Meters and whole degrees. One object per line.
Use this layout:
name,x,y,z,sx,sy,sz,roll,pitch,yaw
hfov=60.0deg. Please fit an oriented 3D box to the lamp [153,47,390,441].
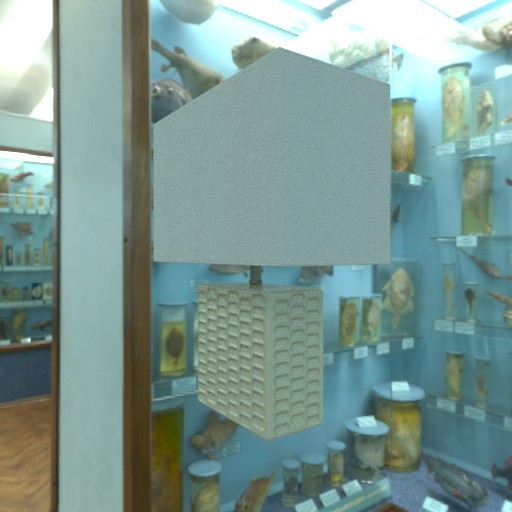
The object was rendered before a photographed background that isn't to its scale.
lamp,0.000,0.000,0.727,0.200,0.515,0.380,0,0,-35
